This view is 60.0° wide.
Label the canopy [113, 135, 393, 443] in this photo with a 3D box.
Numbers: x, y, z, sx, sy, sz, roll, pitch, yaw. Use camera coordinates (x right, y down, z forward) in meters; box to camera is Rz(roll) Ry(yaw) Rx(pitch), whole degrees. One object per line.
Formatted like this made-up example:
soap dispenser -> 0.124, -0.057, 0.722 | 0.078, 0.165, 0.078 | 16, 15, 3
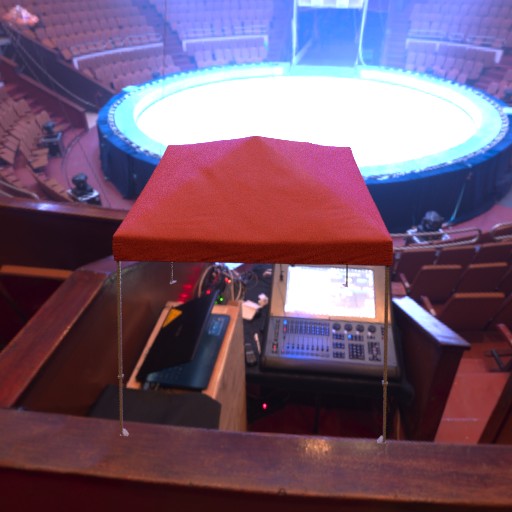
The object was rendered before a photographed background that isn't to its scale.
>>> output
canopy -> 0.000, 0.000, 6.532 | 3.599, 3.600, 3.600 | 1, 33, 2
